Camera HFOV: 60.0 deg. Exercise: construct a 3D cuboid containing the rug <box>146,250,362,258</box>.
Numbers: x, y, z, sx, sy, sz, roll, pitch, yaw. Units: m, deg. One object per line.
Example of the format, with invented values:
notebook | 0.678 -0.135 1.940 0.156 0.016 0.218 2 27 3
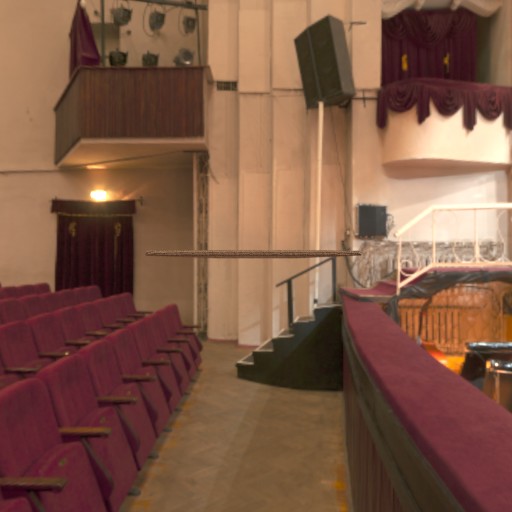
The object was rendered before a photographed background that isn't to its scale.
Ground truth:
rug | 0.000 0.000 2.484 0.659 0.019 2.297 0 -1 0
